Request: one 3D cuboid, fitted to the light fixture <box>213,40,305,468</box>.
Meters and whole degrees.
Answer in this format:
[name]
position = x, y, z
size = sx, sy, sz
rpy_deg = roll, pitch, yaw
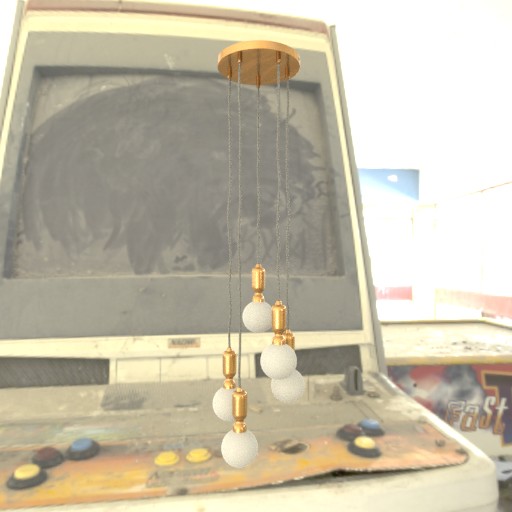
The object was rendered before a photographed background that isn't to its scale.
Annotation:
[light fixture]
position = 0.000, 0.000, 0.515
size = 0.105, 0.457, 0.108
rpy_deg = 0, -1, 18
